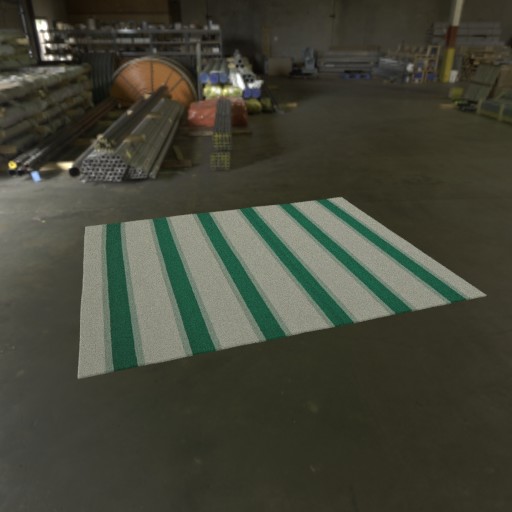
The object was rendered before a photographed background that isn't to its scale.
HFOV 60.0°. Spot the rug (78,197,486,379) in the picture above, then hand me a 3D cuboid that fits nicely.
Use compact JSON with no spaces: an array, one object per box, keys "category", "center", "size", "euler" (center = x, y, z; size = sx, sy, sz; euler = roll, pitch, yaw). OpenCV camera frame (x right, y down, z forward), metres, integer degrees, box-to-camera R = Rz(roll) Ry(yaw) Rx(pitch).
[{"category":"rug","center":[0.000,0.000,4.107],"size":[3.041,0.019,2.434],"euler":[-8,28,-16]}]
